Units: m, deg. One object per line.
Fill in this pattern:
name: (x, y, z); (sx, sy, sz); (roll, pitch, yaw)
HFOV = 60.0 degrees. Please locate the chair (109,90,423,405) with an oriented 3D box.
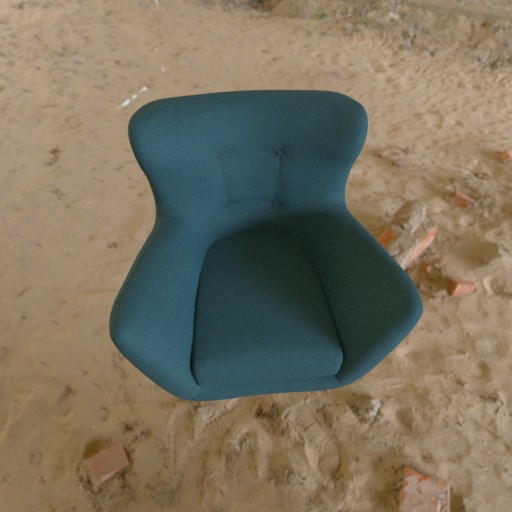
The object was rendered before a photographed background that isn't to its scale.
chair: (0.000, 0.000, 1.607); (0.890, 0.889, 0.889); (-4, 48, -4)
